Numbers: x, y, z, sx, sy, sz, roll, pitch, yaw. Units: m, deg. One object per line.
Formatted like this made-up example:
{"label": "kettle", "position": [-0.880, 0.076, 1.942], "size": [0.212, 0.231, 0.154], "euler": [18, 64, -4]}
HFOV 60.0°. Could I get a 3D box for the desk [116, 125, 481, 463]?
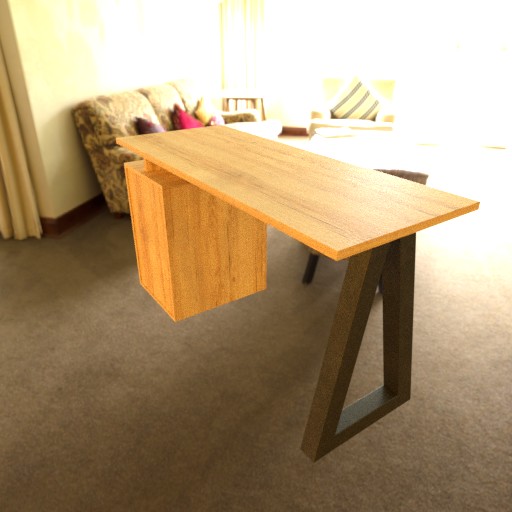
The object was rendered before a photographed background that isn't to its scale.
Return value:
{"label": "desk", "position": [0.000, 0.000, 1.778], "size": [0.550, 0.760, 1.400], "euler": [-17, 32, -31]}
